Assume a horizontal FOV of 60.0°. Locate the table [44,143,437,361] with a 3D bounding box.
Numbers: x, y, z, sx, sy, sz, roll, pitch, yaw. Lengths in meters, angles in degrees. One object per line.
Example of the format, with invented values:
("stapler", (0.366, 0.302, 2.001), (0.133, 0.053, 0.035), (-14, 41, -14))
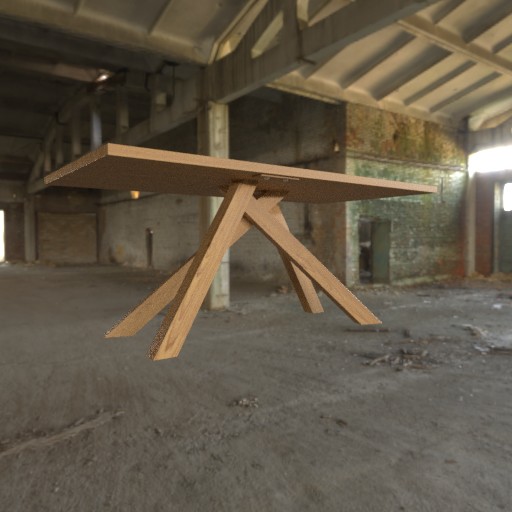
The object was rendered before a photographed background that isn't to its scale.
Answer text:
("table", (0.000, 0.000, 2.261), (1.797, 0.750, 0.901), (-1, 2, -37))
